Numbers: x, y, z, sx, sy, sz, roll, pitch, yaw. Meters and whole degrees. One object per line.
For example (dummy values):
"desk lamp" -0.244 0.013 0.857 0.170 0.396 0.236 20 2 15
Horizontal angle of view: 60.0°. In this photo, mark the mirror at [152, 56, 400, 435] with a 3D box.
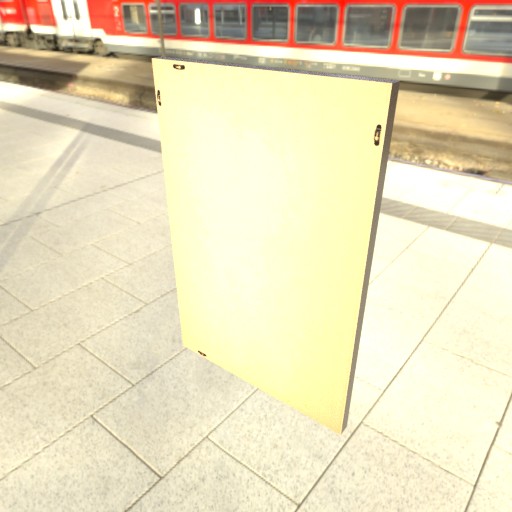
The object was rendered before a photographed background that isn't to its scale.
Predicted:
"mirror" 0.000 0.000 1.160 0.609 0.915 0.041 21 36 31
